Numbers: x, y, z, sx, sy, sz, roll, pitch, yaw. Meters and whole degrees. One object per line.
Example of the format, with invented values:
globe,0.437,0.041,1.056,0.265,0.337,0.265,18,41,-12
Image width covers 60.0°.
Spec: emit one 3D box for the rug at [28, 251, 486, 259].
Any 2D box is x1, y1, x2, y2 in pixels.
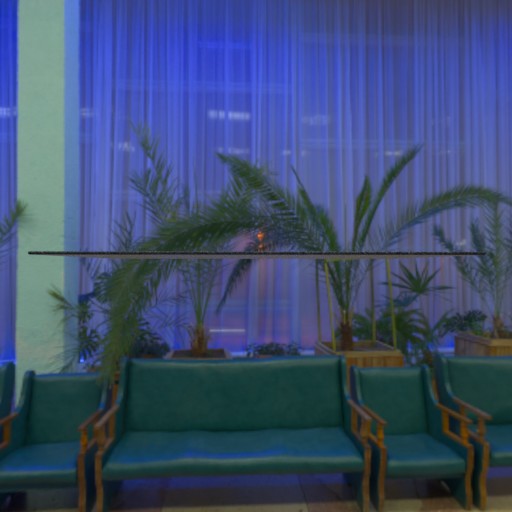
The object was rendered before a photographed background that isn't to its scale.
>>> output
rug,0.000,0.000,2.986,2.330,0.017,1.478,0,-1,-2
